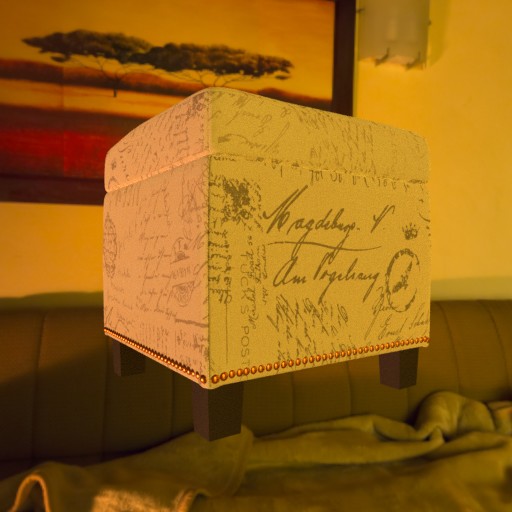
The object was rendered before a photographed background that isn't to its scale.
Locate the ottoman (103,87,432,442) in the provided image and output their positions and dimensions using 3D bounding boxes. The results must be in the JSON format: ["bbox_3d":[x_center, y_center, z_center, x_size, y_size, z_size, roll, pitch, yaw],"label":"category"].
[{"bbox_3d":[0.000,0.000,0.826,0.450,0.457,0.449,0,1,-34],"label":"ottoman"}]
